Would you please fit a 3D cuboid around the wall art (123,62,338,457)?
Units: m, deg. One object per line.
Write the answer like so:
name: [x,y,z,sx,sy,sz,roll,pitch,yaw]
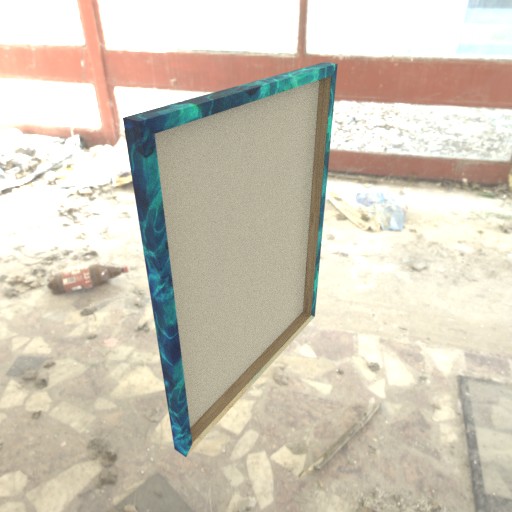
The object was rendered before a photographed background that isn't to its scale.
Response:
wall art: [0.000,0.000,1.032,0.038,0.760,0.609,20,37,29]
